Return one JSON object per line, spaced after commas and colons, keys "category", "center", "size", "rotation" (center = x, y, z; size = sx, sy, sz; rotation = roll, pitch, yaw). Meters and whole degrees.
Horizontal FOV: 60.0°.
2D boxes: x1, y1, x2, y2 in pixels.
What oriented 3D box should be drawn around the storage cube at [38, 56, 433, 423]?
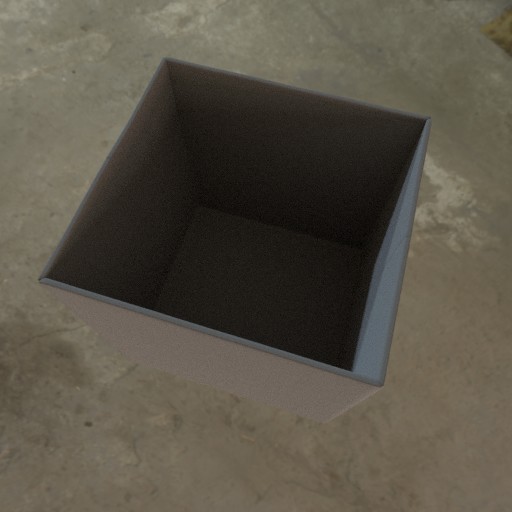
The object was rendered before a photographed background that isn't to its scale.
{"category": "storage cube", "center": [0.000, 0.000, 0.498], "size": [0.270, 0.280, 0.270], "rotation": [16, 66, 7]}
